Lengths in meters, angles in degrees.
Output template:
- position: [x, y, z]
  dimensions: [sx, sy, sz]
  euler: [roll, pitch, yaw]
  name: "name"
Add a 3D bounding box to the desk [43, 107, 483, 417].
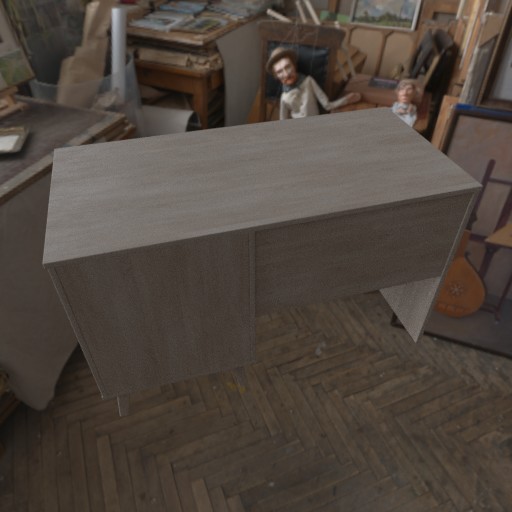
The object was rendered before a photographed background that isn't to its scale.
- position: [0.000, 0.000, 1.675]
  dimensions: [1.251, 0.770, 0.600]
  euler: [-11, 43, -12]
  name: "desk"
